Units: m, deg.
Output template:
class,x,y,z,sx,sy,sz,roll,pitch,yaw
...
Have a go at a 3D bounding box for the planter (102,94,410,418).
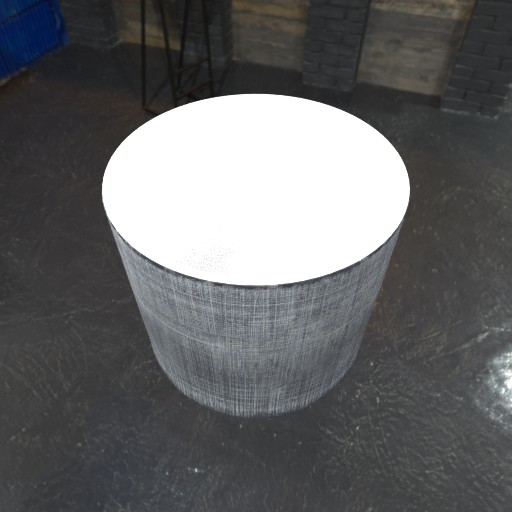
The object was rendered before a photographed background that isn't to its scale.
class,x,y,z,sx,sy,sz,roll,pitch,yaw
planter,0.000,0.000,0.456,0.254,0.221,0.254,0,48,0
